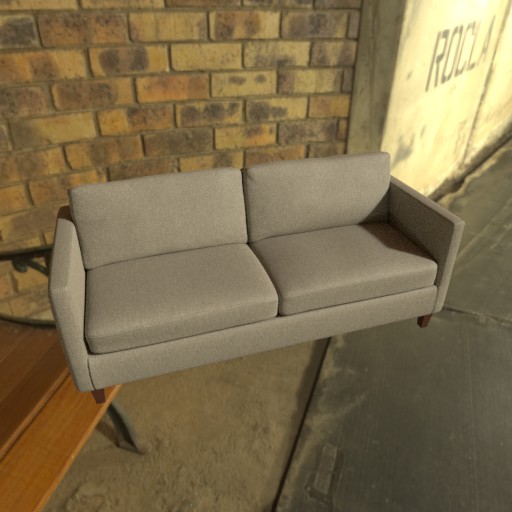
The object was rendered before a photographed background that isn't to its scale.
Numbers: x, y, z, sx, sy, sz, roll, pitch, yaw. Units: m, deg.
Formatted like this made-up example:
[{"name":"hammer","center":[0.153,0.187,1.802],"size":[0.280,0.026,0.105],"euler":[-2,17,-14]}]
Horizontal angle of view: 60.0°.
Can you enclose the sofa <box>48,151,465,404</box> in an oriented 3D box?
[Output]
[{"name":"sofa","center":[0.000,0.000,2.693],"size":[2.208,0.963,0.956],"euler":[-9,32,-15]}]
